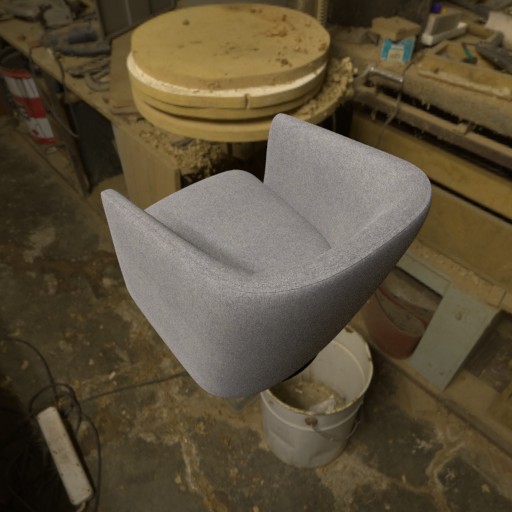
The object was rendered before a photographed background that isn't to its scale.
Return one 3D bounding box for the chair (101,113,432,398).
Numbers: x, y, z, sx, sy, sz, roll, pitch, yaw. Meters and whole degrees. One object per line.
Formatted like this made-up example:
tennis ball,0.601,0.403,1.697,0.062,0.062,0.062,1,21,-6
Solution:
chair,0.000,0.000,1.634,0.822,0.861,0.986,-32,53,-27
